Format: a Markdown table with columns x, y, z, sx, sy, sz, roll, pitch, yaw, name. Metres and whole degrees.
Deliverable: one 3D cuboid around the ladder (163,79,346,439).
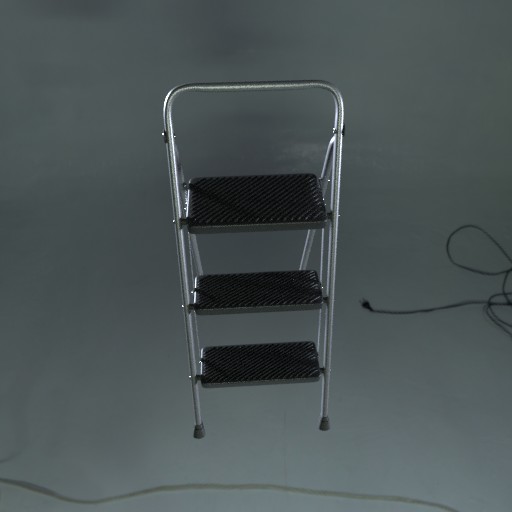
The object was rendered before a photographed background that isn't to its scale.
| x | y | z | sx | sy | sz | roll | pitch | yaw | name |
| --- | --- | --- | --- | --- | --- | --- | --- | --- | --- |
| 0.000 | 0.000 | 1.261 | 0.430 | 0.945 | 0.629 | -3 | 45 | -3 | ladder |
